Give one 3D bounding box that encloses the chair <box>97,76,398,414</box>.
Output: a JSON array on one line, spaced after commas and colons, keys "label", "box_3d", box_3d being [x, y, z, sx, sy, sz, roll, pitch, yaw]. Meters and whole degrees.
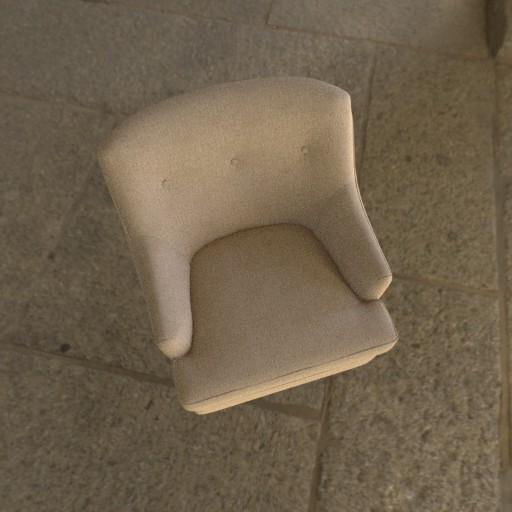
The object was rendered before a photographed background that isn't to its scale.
[{"label": "chair", "box_3d": [0.000, 0.000, 1.649, 0.864, 0.856, 0.923, -15, 65, -7]}]
